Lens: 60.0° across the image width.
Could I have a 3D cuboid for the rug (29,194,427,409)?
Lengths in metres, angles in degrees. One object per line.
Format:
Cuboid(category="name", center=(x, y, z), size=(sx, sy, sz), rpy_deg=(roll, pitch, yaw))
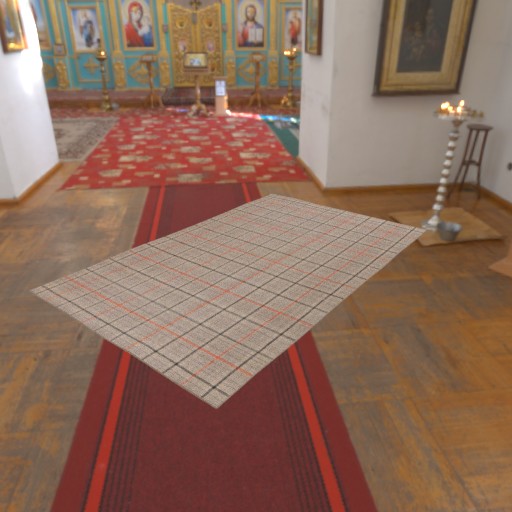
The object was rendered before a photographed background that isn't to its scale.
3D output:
Cuboid(category="rug", center=(0.000, 0.000, 3.077), size=(1.524, 0.015, 2.439), rpy_deg=(19, 31, 34))
